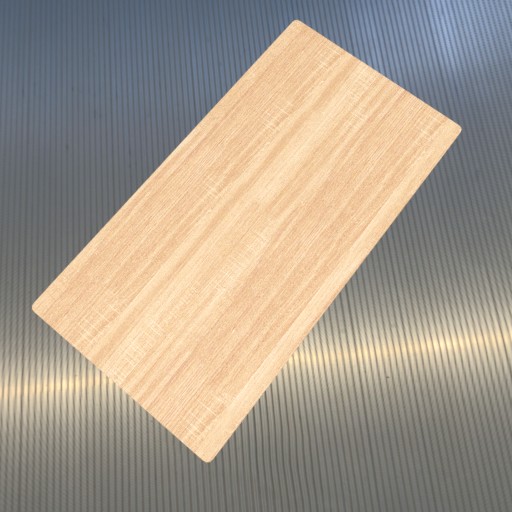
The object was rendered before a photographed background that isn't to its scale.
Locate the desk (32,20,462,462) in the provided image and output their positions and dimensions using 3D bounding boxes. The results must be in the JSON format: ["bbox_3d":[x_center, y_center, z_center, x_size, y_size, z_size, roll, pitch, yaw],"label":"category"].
[{"bbox_3d":[0.000,0.000,1.312,0.480,0.770,0.884,38,79,9],"label":"desk"}]
